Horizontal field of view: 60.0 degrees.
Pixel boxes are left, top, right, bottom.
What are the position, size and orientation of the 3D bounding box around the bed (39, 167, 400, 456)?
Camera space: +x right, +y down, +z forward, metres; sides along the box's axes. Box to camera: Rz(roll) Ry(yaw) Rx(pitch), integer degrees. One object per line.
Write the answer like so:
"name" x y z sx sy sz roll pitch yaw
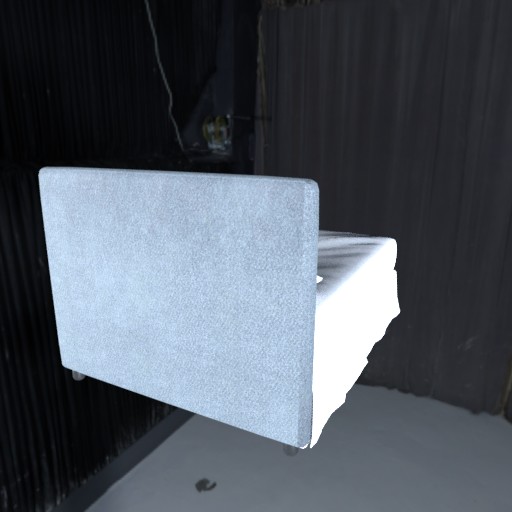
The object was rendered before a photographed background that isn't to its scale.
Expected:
"bed" 0.000 0.000 3.165 1.713 1.330 2.142 8 17 27
